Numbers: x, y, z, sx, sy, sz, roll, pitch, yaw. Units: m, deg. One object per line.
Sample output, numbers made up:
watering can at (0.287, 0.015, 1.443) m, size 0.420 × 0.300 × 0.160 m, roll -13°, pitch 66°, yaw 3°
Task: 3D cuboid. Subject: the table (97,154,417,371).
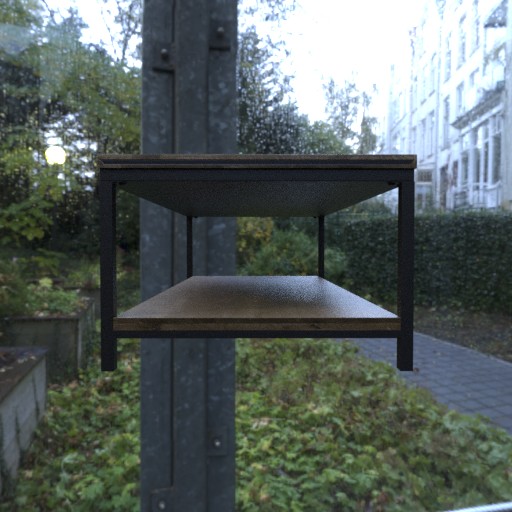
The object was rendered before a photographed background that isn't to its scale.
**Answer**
table at (0.000, 0.000, 1.329) m, size 0.574 × 0.393 × 1.062 m, roll 0°, pitch 2°, yaw 0°
